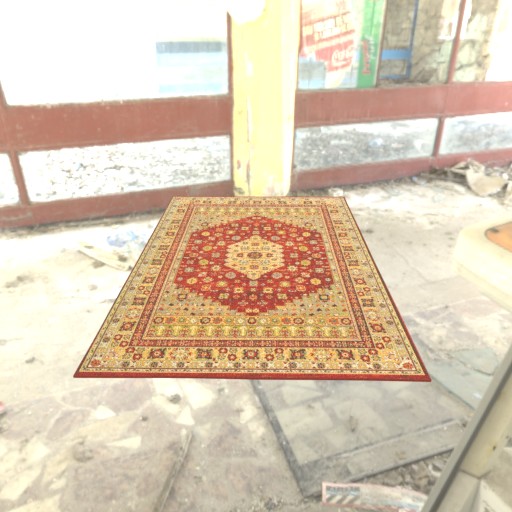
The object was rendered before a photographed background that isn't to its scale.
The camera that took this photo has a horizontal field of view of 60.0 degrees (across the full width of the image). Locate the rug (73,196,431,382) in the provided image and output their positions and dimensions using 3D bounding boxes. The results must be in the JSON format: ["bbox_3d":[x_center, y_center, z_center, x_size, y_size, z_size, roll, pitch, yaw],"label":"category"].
[{"bbox_3d":[0.000,0.000,2.276,1.194,0.013,1.802,0,27,1],"label":"rug"}]
